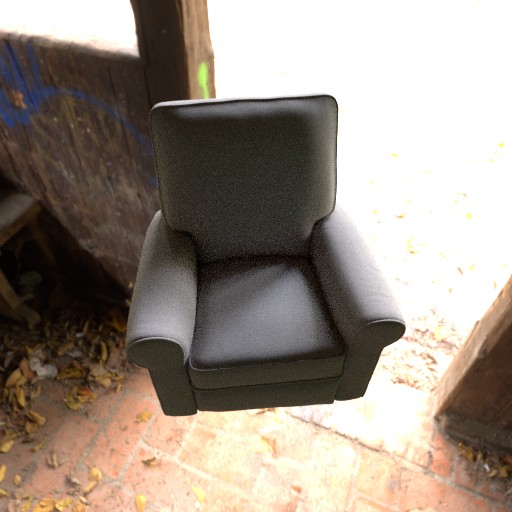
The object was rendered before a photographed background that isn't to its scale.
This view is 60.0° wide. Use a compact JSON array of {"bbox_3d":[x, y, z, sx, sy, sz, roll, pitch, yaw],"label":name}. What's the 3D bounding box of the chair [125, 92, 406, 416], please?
[{"bbox_3d":[0.000,0.000,1.681,0.890,0.960,0.878,-4,47,-4],"label":"chair"}]
